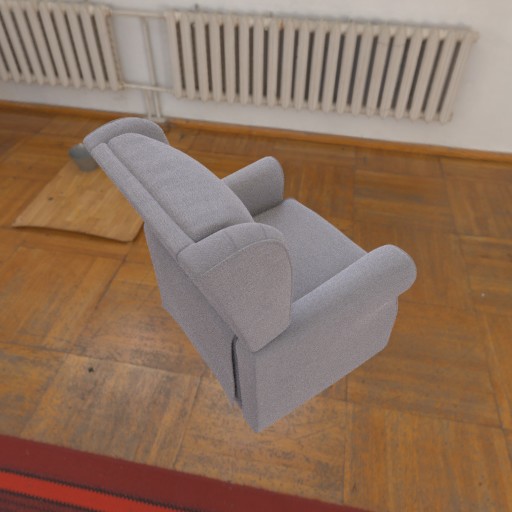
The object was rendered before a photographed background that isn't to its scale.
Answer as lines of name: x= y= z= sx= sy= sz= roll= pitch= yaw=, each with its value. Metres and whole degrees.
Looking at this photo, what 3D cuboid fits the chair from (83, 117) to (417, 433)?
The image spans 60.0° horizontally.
chair: x=0.000 y=0.000 z=1.679 sx=0.854 sy=0.966 sz=0.906 roll=-25 pitch=48 yaw=-25
